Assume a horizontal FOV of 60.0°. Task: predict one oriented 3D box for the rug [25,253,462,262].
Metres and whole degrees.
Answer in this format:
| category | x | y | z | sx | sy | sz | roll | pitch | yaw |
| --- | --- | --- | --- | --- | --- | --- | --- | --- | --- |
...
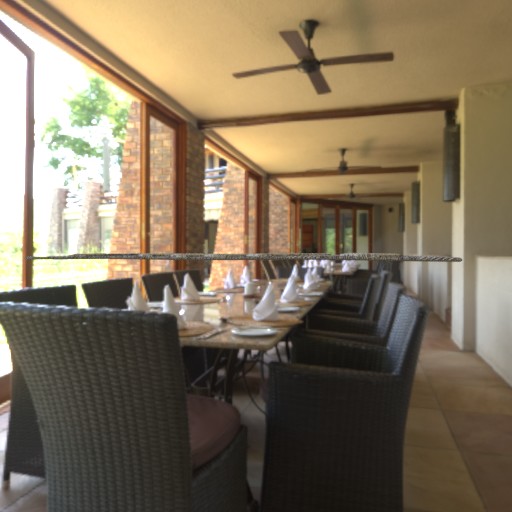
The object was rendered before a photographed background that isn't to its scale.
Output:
| category | x | y | z | sx | sy | sz | roll | pitch | yaw |
| --- | --- | --- | --- | --- | --- | --- | --- | --- | --- |
| rug | 0.000 | 0.000 | 2.319 | 1.823 | 0.030 | 1.222 | 0 | 0 | 18 |
